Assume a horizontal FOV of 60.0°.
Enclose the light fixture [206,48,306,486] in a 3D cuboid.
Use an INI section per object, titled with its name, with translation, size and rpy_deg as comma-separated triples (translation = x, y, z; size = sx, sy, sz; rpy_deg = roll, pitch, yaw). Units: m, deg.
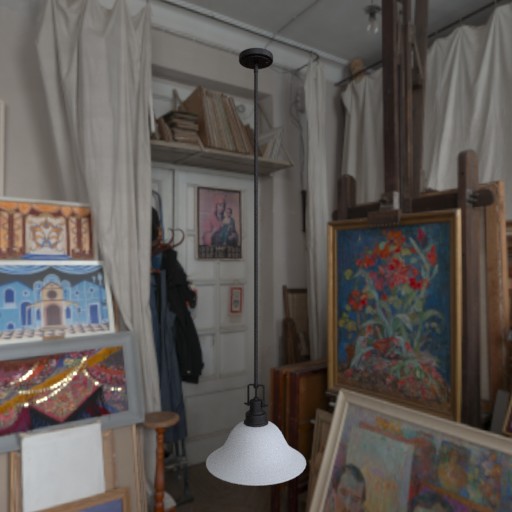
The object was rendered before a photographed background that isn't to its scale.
[light fixture]
translation = 0.000, 0.000, 1.461
size = 0.324, 1.337, 0.324
rpy_deg = -1, -2, 18
